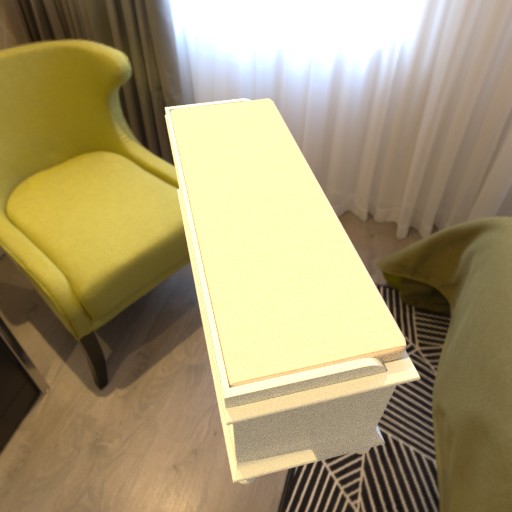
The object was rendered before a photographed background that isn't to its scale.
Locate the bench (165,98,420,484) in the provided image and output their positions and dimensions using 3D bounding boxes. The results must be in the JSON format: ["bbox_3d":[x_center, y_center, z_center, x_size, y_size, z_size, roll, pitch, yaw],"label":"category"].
[{"bbox_3d":[0.000,0.000,1.405,0.402,0.486,1.185,-10,47,-9],"label":"bench"}]
